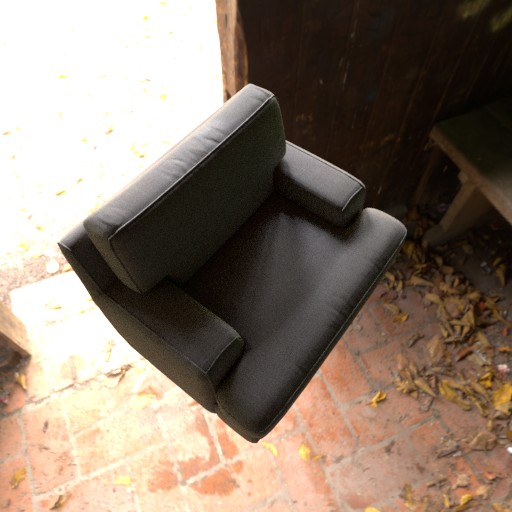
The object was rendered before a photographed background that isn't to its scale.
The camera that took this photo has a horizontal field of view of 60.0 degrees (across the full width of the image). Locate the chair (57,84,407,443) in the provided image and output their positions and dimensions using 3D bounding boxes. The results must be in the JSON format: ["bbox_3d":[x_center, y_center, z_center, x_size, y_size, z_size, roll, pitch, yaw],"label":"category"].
[{"bbox_3d":[0.000,0.000,2.070,1.043,0.974,1.270,33,64,19],"label":"chair"}]
